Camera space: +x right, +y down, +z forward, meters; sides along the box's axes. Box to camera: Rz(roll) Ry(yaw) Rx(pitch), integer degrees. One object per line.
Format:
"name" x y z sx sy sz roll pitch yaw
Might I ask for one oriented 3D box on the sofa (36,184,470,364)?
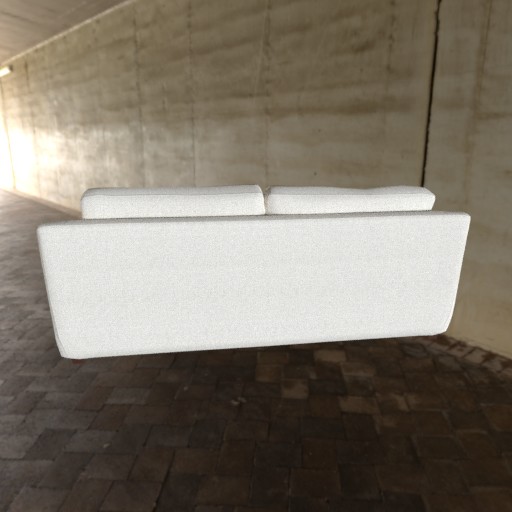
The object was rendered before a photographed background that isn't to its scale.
"sofa" 0.000 0.000 3.027 2.470 1.022 1.009 -2 15 -8
